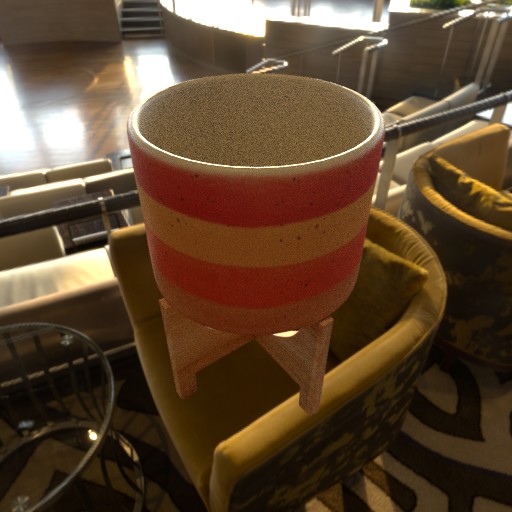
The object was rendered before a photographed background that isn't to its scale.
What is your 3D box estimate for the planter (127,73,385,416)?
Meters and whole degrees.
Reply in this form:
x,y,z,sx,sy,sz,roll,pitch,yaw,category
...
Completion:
x,y,z,sx,sy,sz,roll,pitch,yaw,category
0.000,0.000,0.568,0.269,0.379,0.269,0,39,0,planter
